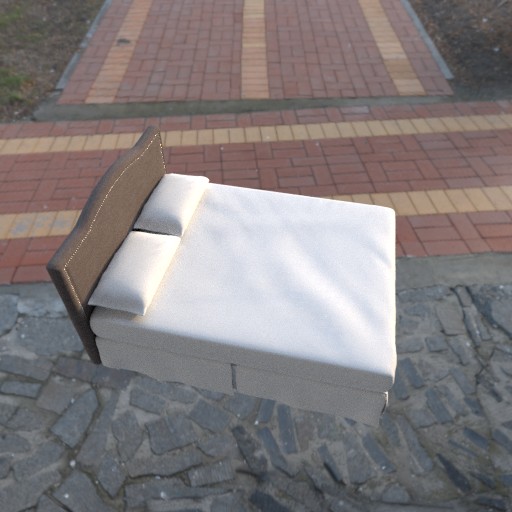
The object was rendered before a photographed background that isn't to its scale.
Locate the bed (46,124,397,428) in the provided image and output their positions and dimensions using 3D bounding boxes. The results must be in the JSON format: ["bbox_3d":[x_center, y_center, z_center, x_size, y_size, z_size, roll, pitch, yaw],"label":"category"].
[{"bbox_3d":[0.000,0.000,4.133,2.689,1.457,2.161,9,47,8],"label":"bed"}]
